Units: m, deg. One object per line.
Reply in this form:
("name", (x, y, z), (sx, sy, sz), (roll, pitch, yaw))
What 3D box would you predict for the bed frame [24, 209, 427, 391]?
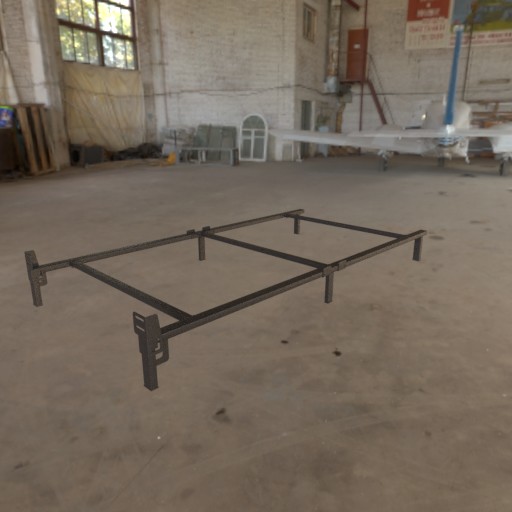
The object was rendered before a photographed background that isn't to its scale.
("bed frame", (0.000, 0.000, 2.287), (0.968, 0.248, 1.897), (16, 23, 42))
